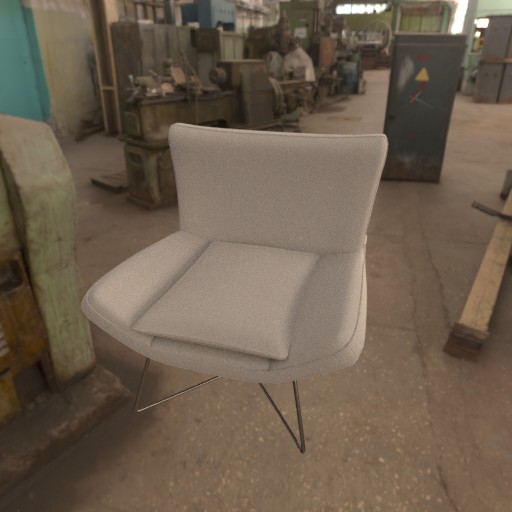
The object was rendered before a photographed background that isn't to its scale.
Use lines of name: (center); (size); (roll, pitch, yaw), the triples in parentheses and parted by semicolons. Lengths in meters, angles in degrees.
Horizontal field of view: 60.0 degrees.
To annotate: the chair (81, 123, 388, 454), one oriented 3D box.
chair: (0.000, 0.000, 1.659); (0.859, 0.855, 1.008); (8, 27, 15)
